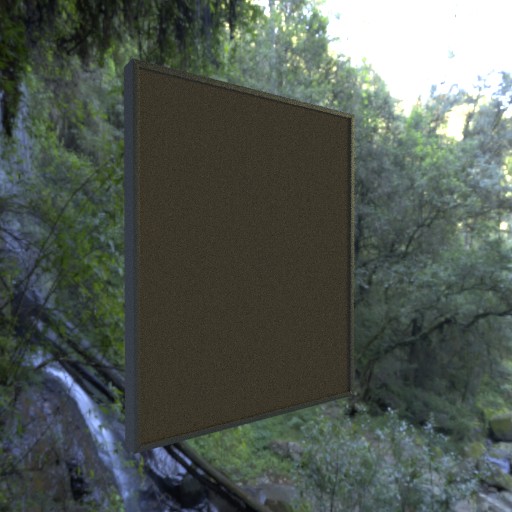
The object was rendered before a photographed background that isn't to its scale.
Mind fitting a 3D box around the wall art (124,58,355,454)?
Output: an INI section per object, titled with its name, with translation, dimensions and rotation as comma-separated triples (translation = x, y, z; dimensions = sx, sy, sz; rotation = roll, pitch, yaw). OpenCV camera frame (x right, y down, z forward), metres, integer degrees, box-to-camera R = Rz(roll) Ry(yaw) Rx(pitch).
[wall art]
translation = 0.000, 0.000, 0.762
dimensions = 0.445, 0.553, 0.039
rotation = 0, 1, -35
